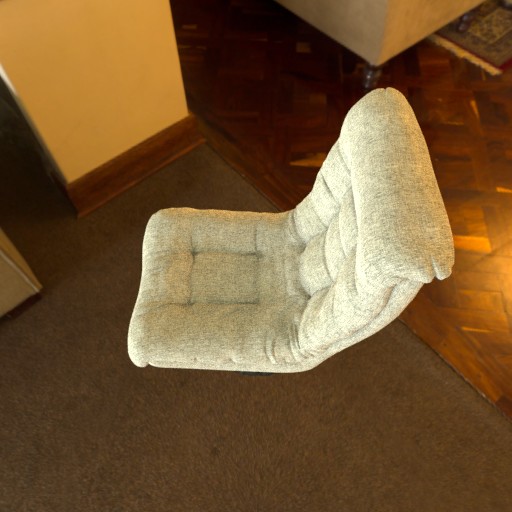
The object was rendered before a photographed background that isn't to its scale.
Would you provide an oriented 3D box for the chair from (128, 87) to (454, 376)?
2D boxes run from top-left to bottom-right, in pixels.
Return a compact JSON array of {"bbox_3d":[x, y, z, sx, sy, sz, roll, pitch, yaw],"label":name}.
[{"bbox_3d":[0.000,0.000,0.951,0.583,0.600,0.400,0,60,0],"label":"chair"}]
